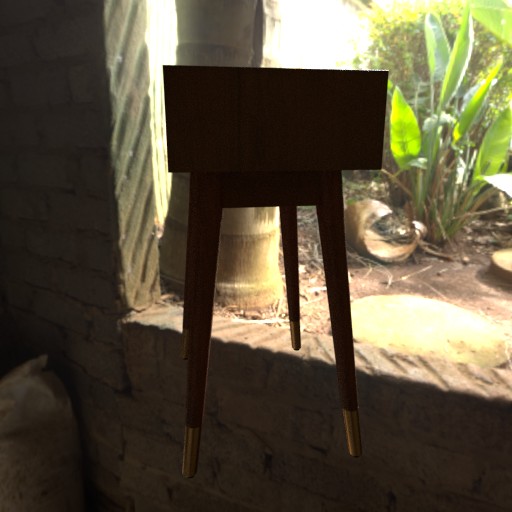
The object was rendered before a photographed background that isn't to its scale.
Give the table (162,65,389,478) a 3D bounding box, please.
[{"bbox_3d":[0.000,0.000,0.824,0.300,0.599,0.406,-3,15,-9],"label":"table"}]
